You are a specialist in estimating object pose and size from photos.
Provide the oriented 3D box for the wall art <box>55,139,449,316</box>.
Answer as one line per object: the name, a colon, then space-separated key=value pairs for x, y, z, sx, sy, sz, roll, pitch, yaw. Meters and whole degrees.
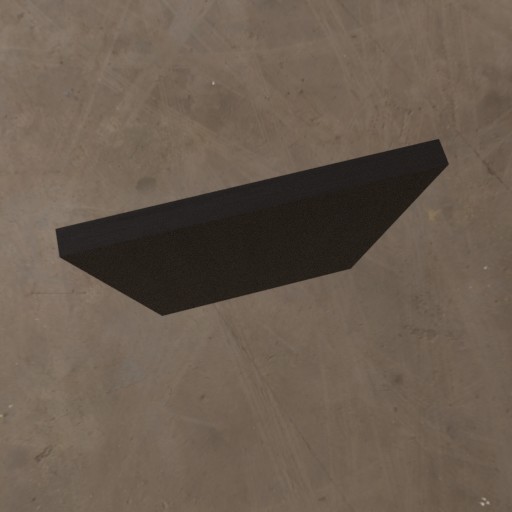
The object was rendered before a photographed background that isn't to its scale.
wall art: x=0.000 y=0.000 z=0.773 sx=0.455 sy=0.552 sz=0.034 roll=-14 pitch=76 yaw=-4
